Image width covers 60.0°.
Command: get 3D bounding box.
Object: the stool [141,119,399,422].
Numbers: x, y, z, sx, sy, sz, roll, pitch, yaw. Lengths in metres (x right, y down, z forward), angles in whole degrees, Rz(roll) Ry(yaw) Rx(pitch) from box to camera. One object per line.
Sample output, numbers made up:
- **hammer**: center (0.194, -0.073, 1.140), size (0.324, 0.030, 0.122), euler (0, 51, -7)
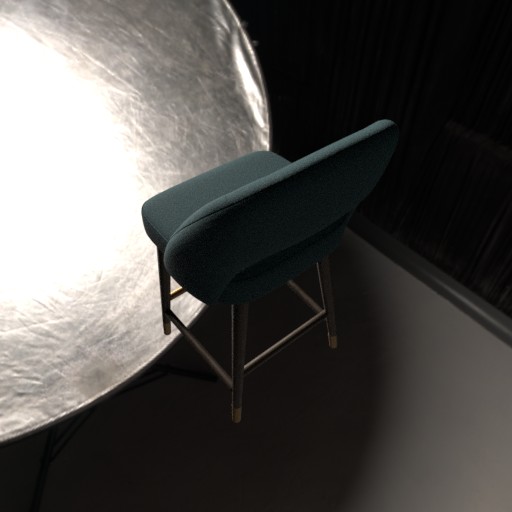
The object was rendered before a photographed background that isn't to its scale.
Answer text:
- **stool**: center (0.000, 0.000, 1.263), size (0.536, 0.939, 0.522), euler (-30, 53, -26)
